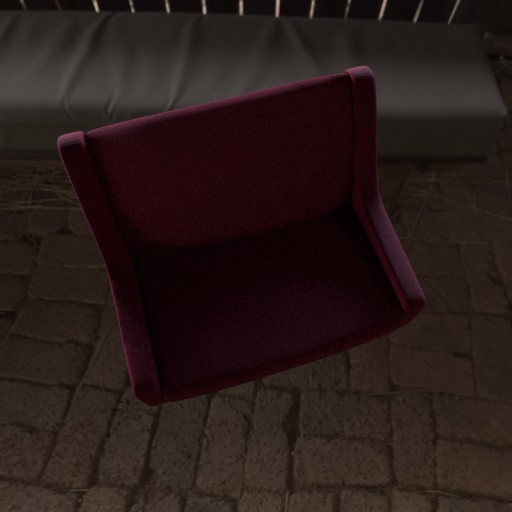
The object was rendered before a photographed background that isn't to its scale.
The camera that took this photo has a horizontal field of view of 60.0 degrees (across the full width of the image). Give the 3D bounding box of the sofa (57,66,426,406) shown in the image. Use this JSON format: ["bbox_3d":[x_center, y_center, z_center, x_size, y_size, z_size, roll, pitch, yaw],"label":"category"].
[{"bbox_3d":[0.000,0.000,1.916,1.242,0.976,0.946,-16,65,-8],"label":"sofa"}]
